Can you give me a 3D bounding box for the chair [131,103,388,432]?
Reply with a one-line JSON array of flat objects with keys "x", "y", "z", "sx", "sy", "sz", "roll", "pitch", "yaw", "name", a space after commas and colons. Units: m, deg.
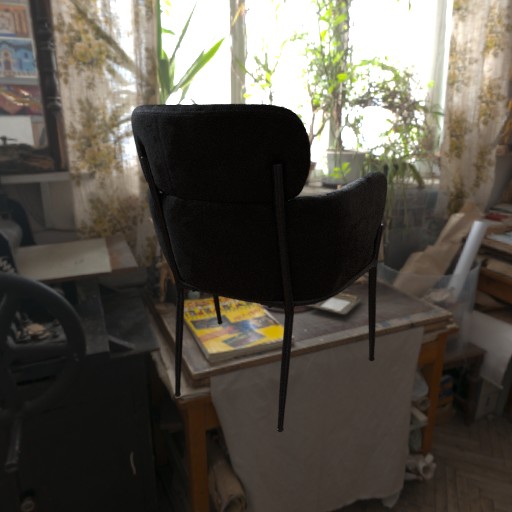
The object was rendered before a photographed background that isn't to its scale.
[{"x": 0.000, "y": 0.000, "z": 1.272, "sx": 0.640, "sy": 0.818, "sz": 0.604, "roll": 9, "pitch": 20, "yaw": 26, "name": "chair"}]
